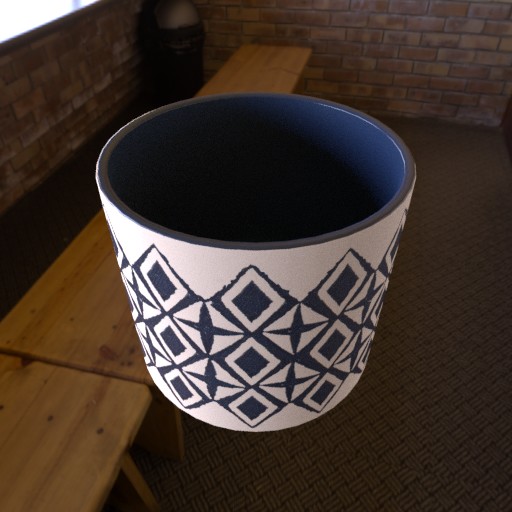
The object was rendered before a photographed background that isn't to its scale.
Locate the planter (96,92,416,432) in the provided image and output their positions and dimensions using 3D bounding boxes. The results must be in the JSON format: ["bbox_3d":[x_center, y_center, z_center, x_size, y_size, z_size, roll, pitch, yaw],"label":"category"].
[{"bbox_3d":[0.000,0.000,0.312,0.182,0.165,0.182,0,41,0],"label":"planter"}]
